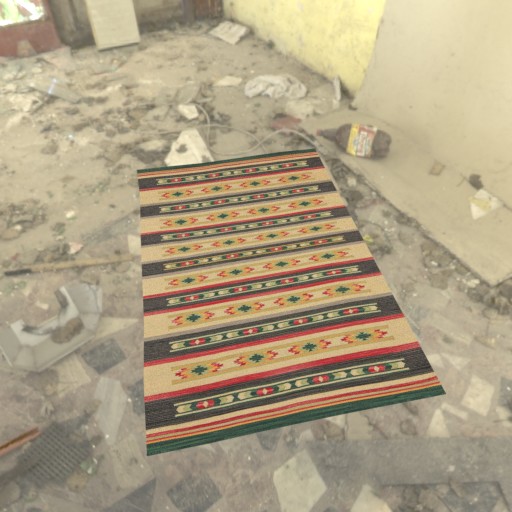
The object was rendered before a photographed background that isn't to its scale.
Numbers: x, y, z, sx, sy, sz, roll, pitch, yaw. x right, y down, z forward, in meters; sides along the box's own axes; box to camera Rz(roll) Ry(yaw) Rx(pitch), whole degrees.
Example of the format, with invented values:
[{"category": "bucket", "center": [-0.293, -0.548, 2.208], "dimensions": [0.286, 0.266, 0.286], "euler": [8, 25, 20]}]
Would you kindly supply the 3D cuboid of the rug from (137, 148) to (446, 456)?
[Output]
[{"category": "rug", "center": [0.000, 0.000, 2.949], "dimensions": [1.522, 0.010, 2.311], "euler": [-9, 47, -8]}]
